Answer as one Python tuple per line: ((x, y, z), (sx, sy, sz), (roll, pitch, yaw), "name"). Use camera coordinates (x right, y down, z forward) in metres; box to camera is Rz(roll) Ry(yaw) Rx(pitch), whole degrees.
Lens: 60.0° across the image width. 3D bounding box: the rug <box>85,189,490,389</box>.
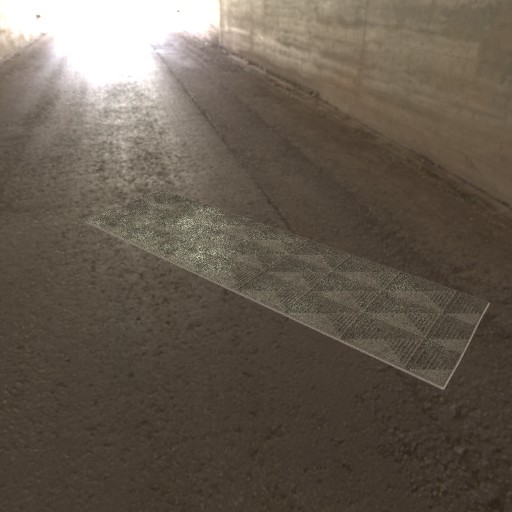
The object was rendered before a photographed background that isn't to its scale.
((0.000, 0.000, 2.351), (2.182, 0.015, 0.645), (22, 37, 32), "rug")
